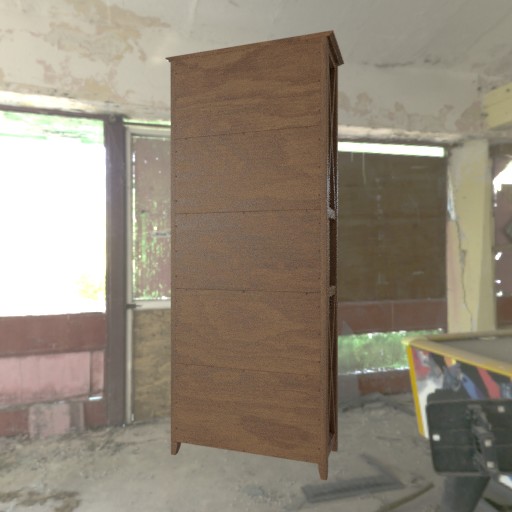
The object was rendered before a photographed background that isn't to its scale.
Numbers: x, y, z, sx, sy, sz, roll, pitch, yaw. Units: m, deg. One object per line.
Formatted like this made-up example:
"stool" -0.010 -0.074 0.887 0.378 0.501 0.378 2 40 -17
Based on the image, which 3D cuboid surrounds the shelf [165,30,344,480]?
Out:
"shelf" 0.000 0.000 2.159 0.805 1.905 0.335 0 0 19
